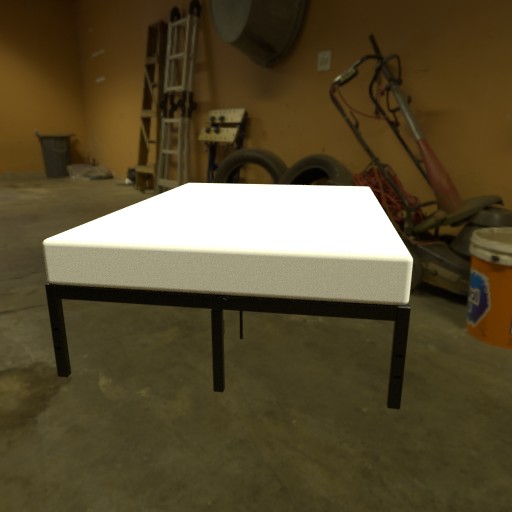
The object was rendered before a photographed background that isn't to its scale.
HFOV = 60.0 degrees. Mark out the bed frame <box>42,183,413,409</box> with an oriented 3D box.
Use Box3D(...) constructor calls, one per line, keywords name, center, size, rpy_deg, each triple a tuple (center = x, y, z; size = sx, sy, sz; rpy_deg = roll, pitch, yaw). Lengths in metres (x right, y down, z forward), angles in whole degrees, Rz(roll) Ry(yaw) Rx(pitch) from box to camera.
Box3D(name="bed frame", center=(0.000, 0.000, 2.833), size=(1.557, 0.659, 2.072), rpy_deg=(3, 16, 9))
